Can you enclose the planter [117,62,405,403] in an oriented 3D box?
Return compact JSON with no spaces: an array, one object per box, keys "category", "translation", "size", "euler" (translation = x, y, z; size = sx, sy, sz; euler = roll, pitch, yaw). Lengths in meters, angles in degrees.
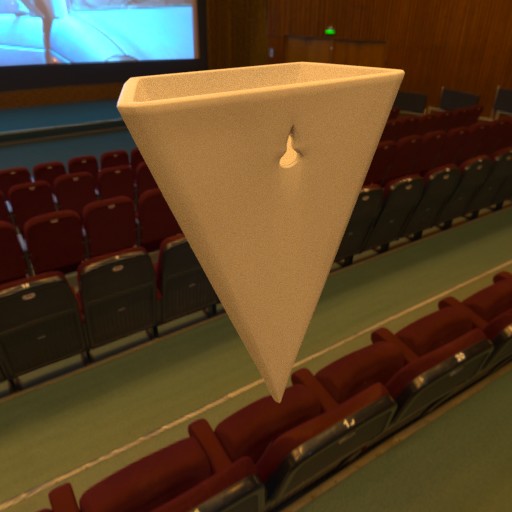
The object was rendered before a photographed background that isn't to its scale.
[{"category":"planter","translation":[0.000,0.000,0.260],"size":[0.150,0.197,0.060],"euler":[-19,35,-28]}]
